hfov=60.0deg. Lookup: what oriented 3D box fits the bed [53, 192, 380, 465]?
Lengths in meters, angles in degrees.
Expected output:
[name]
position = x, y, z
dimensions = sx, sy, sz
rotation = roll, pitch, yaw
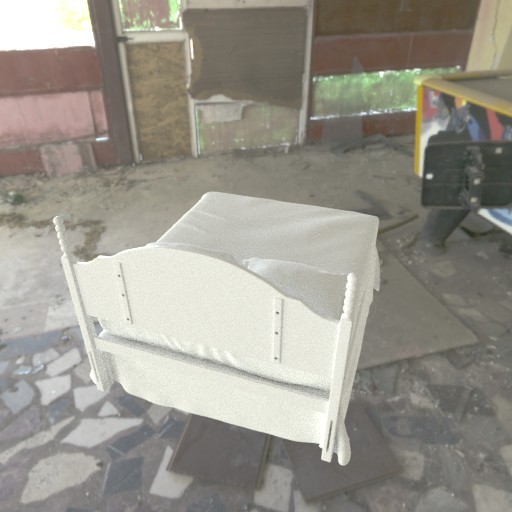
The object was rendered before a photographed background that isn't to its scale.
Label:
[bed]
position = 0.000, 0.000, 3.321
dimensions = 1.873, 1.356, 2.040
rotation = 11, 34, 16
